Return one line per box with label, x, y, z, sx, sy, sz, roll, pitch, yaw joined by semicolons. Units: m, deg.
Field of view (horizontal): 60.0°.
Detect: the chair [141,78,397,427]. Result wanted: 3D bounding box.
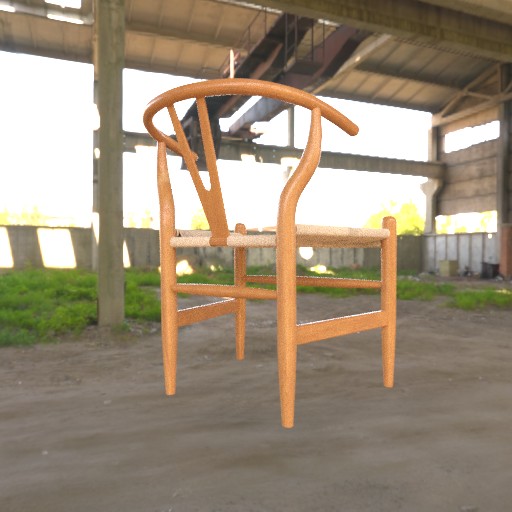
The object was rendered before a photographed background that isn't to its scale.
chair;0.000;0.000;1.173;0.569;0.730;0.579;1;1;36
